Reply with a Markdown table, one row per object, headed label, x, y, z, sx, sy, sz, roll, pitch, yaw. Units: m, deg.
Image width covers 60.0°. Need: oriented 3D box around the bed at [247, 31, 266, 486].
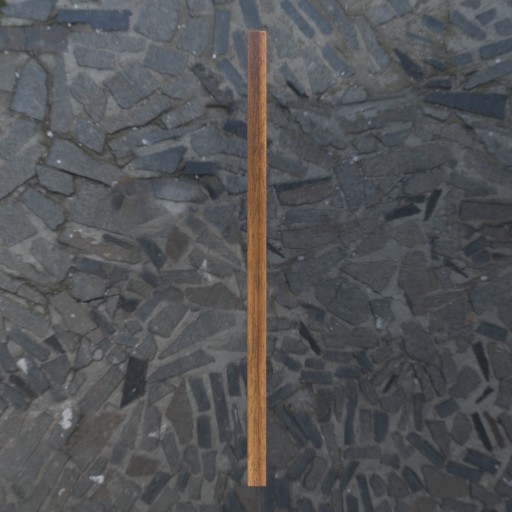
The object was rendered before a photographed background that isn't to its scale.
| label | x | y | z | sx | sy | sz | roll | pitch | yaw |
| --- | --- | --- | --- | --- | --- | --- | --- | --- | --- |
| bed | 0.000 | 0.000 | 1.481 | 0.043 | 0.940 | 1.041 | 0 | 92 | 0 |
